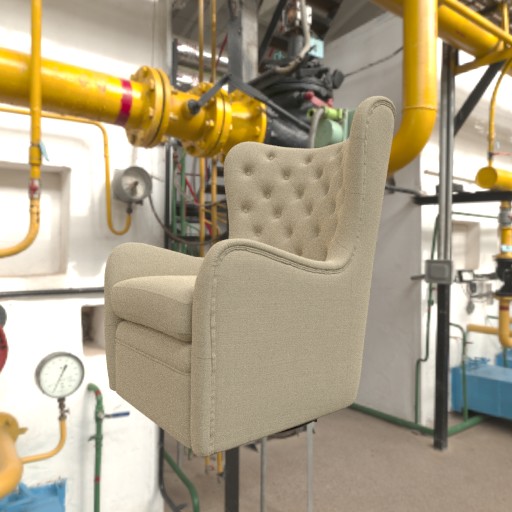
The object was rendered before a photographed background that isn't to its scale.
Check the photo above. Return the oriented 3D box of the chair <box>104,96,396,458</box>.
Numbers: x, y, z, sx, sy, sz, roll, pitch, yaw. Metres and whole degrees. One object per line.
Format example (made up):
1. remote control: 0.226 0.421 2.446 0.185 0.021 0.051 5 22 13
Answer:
1. chair: 0.000 0.000 1.669 0.929 1.079 0.831 0 0 -36
